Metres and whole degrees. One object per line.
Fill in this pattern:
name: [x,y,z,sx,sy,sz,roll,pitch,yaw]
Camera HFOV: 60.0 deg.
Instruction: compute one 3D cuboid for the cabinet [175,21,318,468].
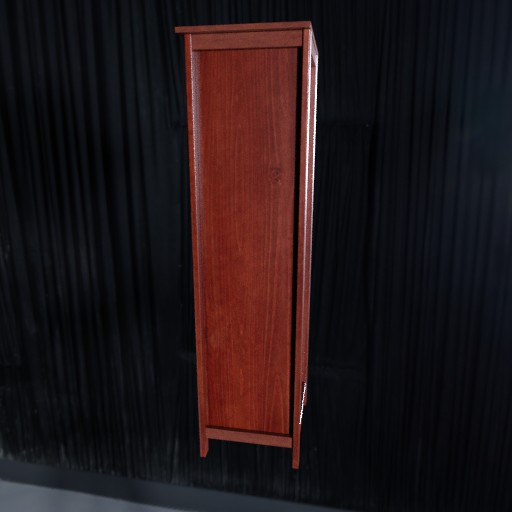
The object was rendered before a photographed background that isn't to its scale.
cabinet: [0.000,0.000,1.713,0.401,1.518,0.500,3,15,10]
